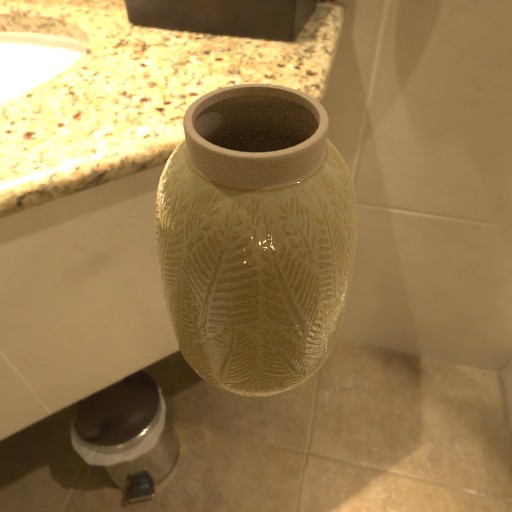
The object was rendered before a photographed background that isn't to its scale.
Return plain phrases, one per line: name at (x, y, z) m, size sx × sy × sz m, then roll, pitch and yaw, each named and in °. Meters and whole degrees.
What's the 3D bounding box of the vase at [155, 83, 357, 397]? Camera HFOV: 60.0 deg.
vase at (0.000, 0.000, 0.391) m, size 0.172 × 0.270 × 0.172 m, roll 0°, pitch 47°, yaw 0°
